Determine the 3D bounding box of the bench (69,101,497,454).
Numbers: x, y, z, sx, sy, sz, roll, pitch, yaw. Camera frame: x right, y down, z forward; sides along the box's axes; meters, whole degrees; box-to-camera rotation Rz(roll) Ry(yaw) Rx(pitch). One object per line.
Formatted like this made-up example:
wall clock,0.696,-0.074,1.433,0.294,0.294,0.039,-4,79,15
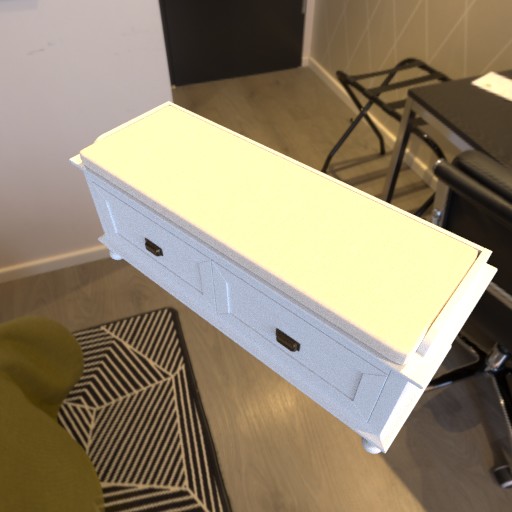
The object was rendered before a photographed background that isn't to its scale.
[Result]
bench,0.000,0.000,1.366,1.185,0.486,0.402,32,54,26
